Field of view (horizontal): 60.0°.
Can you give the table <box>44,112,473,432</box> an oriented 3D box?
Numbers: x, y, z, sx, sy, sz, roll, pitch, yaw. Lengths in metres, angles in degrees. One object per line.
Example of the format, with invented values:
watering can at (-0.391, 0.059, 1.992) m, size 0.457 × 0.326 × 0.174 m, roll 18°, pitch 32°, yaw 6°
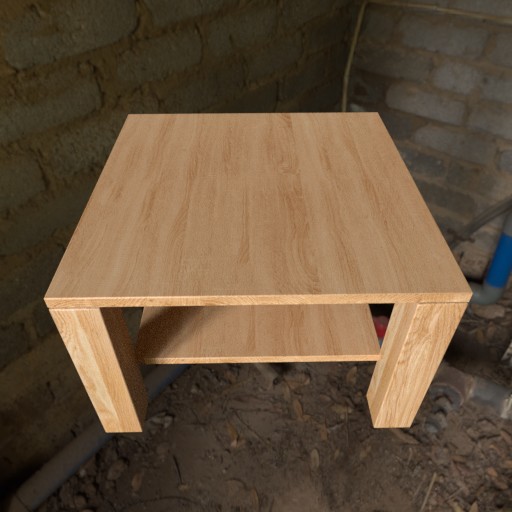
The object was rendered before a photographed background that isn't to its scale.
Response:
table at (0.000, 0.000, 1.131) m, size 0.700 × 0.450 × 0.700 m, roll -1°, pitch 42°, yaw -1°
